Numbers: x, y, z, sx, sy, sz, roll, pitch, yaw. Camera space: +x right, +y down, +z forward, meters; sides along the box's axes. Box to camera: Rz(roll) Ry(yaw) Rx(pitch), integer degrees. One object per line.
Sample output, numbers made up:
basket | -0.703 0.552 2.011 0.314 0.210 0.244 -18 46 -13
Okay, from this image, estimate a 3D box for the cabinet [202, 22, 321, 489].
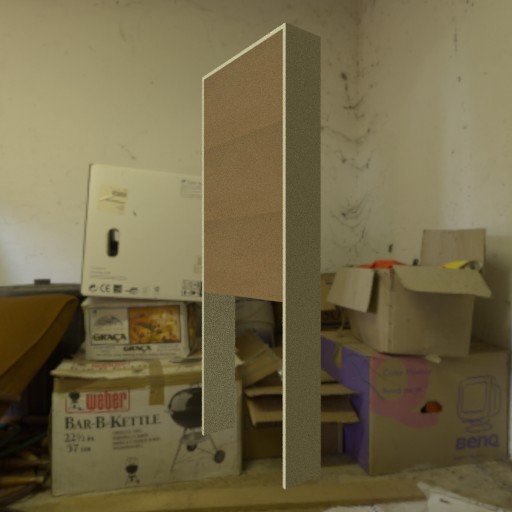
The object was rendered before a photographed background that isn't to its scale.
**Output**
cabinet | 0.000 0.000 1.996 0.192 1.770 0.643 0 0 -36
